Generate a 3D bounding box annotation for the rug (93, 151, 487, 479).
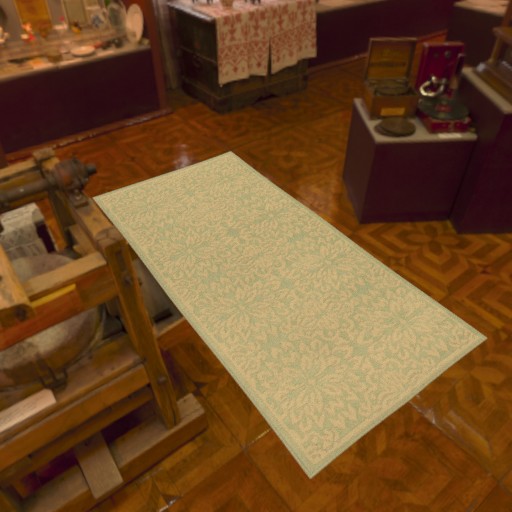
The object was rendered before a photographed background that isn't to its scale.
[{"bbox_3d":[0.000,0.000,1.386,0.604,0.007,1.219,-25,48,-26],"label":"rug"}]
